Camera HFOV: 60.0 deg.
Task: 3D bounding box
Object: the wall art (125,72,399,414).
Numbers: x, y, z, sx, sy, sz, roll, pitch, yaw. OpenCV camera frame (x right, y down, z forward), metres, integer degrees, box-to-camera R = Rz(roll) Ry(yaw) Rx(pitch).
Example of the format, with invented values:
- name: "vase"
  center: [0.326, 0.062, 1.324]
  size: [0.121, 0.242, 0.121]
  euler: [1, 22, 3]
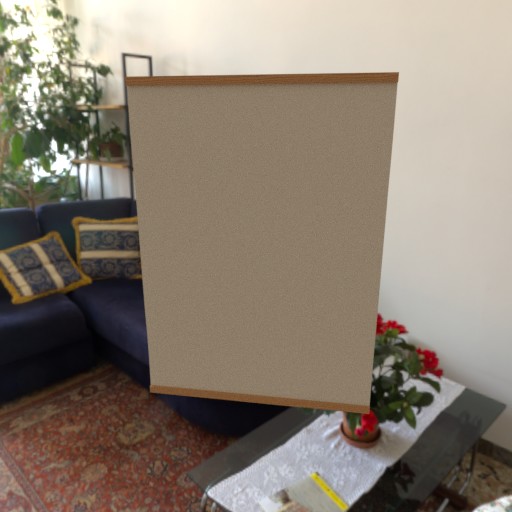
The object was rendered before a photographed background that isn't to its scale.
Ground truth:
- name: "wall art"
  center: [0.000, 0.000, 1.338]
  size: [0.739, 1.016, 0.020]
  euler: [3, 17, 9]
